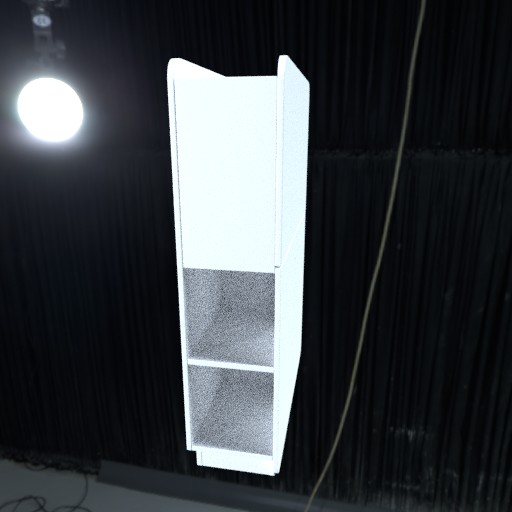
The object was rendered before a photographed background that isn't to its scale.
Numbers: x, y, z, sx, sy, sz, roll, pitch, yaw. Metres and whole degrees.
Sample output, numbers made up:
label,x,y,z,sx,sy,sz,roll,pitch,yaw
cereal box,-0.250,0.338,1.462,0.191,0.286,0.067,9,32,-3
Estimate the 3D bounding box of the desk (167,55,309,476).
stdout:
label,x,y,z,sx,sy,sz,roll,pitch,yaw
desk,0.000,0.000,1.548,0.278,1.190,0.795,3,17,10
